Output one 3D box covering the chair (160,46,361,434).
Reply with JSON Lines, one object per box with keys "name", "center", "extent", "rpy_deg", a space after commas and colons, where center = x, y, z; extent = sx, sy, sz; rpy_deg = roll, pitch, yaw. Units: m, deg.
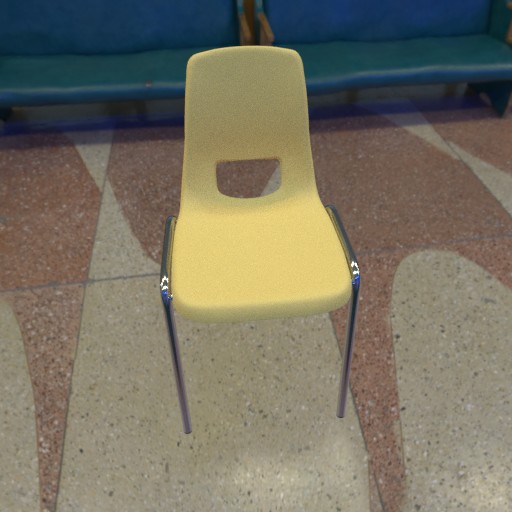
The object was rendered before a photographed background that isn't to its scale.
{"name": "chair", "center": [0.000, 0.000, 0.937], "extent": [0.381, 0.704, 0.436], "rpy_deg": [-4, 46, -4]}
